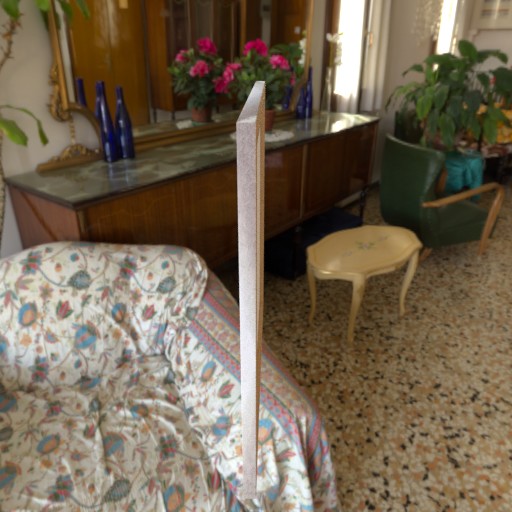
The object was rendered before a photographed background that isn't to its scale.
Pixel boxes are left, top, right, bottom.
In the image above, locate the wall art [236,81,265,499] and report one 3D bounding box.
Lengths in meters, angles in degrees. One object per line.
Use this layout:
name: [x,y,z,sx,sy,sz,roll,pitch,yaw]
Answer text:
wall art: [0.000,0.000,1.107,0.027,0.762,0.762,1,25,2]
